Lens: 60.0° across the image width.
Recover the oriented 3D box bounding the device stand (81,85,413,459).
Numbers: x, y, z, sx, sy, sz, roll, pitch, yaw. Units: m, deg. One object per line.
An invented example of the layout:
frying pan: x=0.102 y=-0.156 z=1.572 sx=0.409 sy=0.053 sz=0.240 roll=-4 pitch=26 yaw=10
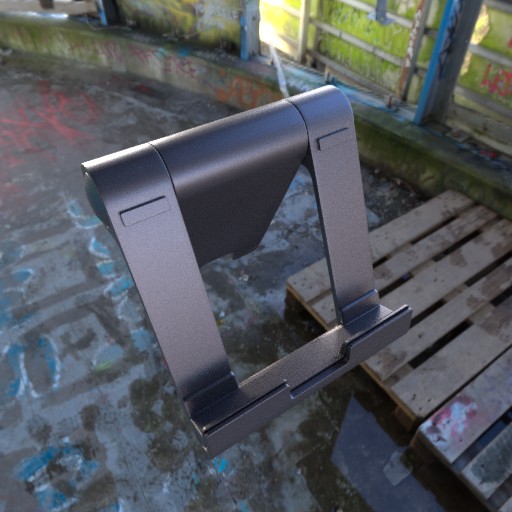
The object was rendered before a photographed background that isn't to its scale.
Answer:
device stand: x=0.000 y=0.000 z=0.153 sx=0.088 sy=0.084 sz=0.079 roll=-25 pitch=51 yaw=-22
